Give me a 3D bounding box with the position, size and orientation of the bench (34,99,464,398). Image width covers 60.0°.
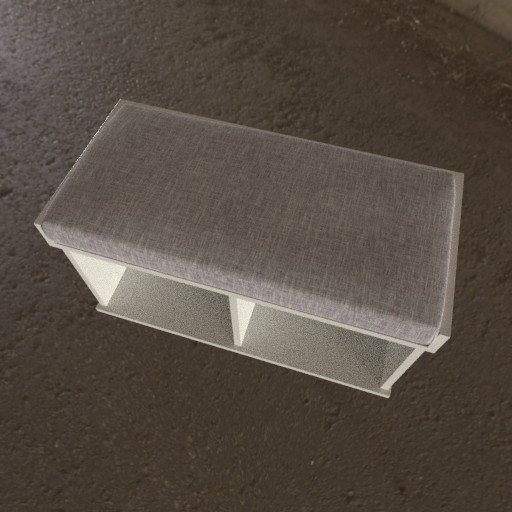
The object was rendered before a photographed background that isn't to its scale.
[{"bbox_3d":[0.000,0.000,0.999,0.734,0.461,0.362,15,60,9],"label":"bench"}]
